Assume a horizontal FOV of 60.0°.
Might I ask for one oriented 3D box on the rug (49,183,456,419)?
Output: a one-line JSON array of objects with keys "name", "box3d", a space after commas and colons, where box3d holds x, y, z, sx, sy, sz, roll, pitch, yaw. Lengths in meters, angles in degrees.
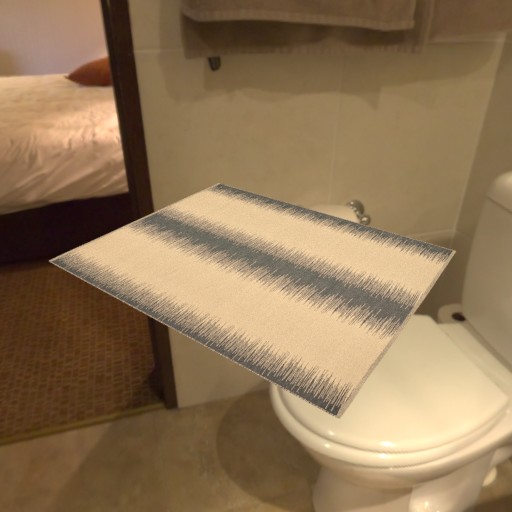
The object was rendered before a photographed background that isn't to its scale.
[{"name": "rug", "box3d": [0.000, 0.000, 4.223, 3.037, 0.004, 2.453, 21, 36, 31]}]
